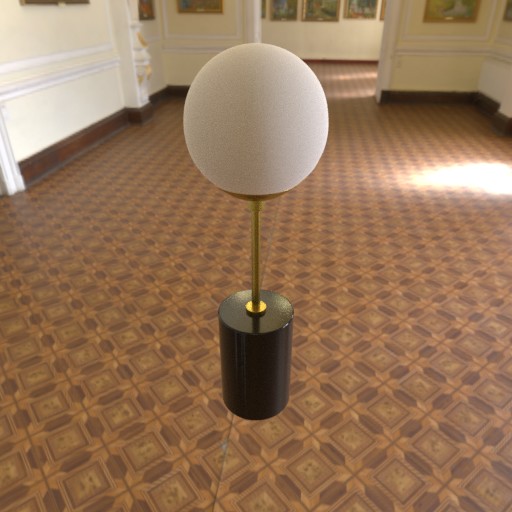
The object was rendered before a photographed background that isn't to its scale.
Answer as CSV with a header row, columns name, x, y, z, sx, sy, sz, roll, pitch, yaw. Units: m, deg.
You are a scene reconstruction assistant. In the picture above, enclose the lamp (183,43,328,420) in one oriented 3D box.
name,x,y,z,sx,sy,sz,roll,pitch,yaw
lamp,0.000,0.000,0.554,0.153,0.480,0.153,0,30,0
